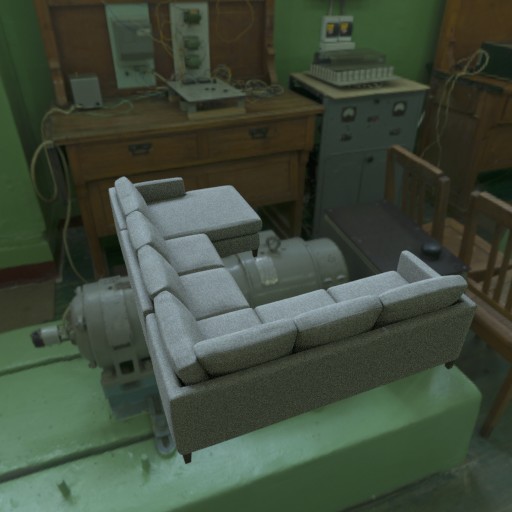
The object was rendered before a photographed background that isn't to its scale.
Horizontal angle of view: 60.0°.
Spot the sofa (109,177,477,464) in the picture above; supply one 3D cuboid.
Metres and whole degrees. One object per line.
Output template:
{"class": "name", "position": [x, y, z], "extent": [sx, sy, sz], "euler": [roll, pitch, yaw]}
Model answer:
{"class": "sofa", "position": [0.000, 0.000, 4.676], "extent": [2.593, 0.959, 3.460], "euler": [-13, 36, -18]}
